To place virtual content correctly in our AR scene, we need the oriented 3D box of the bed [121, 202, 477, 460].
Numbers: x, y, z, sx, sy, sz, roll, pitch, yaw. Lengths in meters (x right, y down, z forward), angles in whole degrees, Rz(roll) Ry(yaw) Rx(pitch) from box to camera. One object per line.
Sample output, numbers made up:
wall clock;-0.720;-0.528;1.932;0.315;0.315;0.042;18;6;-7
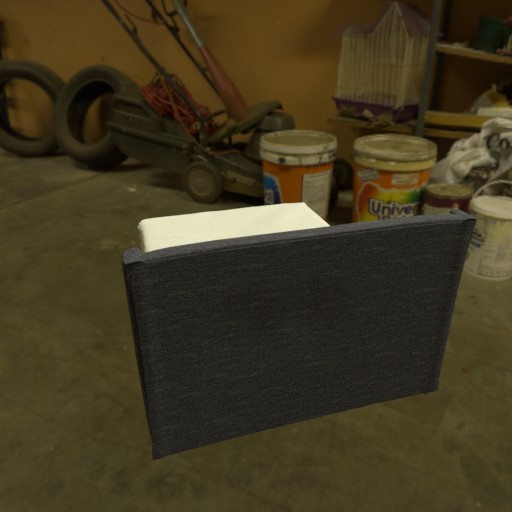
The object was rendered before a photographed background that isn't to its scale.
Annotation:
bed;0.000;0.000;3.460;1.925;1.332;2.276;-8;28;-15
